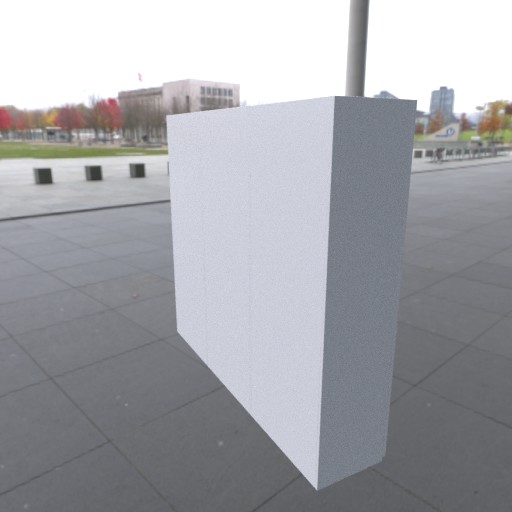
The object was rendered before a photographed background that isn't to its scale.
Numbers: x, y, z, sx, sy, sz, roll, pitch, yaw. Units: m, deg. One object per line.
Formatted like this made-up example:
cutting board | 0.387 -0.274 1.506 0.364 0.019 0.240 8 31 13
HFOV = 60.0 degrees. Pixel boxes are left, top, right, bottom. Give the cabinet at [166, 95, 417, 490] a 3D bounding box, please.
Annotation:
cabinet | 0.000 0.000 3.784 0.590 2.370 2.700 -8 17 -28
